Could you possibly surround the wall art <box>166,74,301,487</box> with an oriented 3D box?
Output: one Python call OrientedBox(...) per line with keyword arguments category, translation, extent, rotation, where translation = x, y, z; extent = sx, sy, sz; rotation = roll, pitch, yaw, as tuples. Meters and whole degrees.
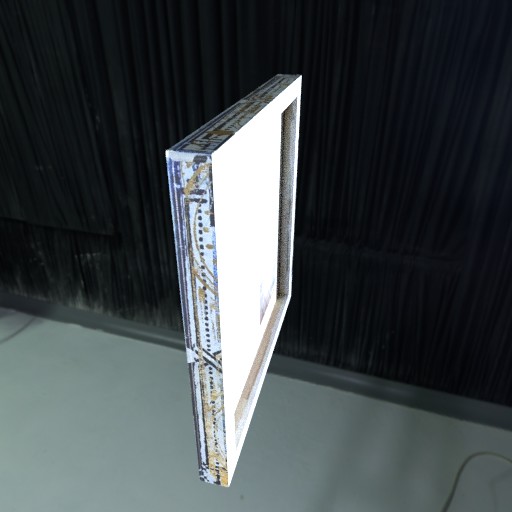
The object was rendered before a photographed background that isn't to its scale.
OrientedBox(category="wall art", translation=(0.000, 0.000, 0.607), extent=(0.038, 0.410, 0.411), rotation=(7, 31, 12))
